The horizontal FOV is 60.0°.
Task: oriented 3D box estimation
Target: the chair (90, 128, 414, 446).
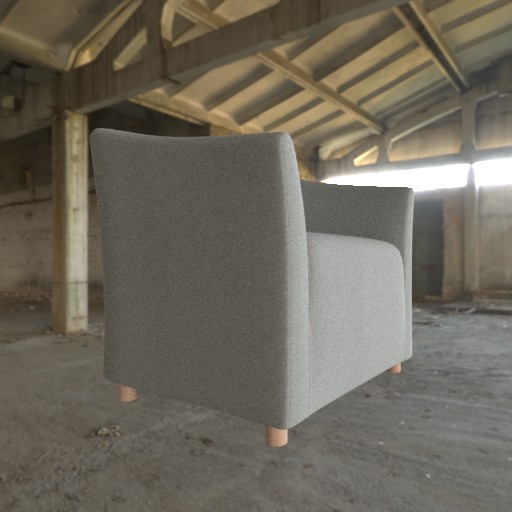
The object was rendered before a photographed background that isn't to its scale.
[{"bbox_3d":[0.000,0.000,1.293,0.700,0.720,0.790,0,-1,36],"label":"chair"}]
